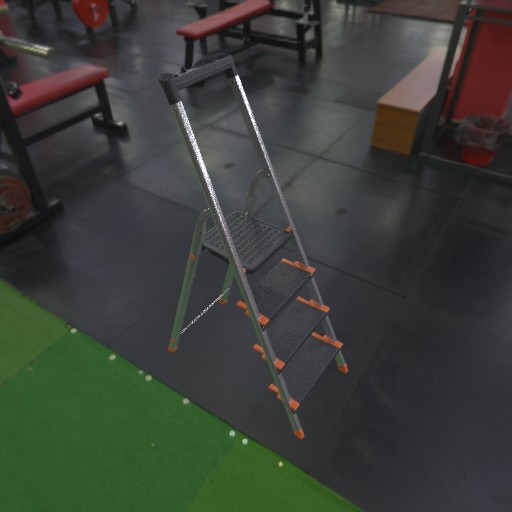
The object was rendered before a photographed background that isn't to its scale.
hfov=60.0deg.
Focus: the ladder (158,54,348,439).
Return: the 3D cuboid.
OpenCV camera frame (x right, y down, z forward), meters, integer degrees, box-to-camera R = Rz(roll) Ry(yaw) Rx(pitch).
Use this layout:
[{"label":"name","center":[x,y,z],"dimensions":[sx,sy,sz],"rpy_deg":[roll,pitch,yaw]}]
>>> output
[{"label":"ladder","center":[0.000,0.000,1.831],"dimensions":[0.834,1.429,0.452],"rpy_deg":[26,47,26]}]
